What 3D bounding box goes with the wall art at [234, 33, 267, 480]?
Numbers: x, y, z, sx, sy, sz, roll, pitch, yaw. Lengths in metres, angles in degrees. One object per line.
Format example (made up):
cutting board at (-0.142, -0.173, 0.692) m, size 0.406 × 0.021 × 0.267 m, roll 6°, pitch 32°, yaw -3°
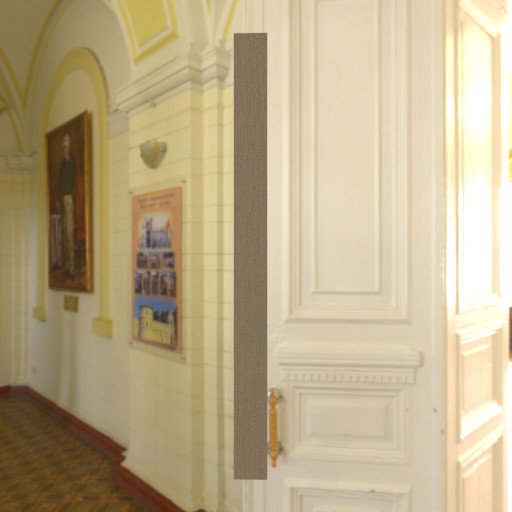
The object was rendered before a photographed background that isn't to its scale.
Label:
wall art at (0.000, 0.000, 0.756) m, size 0.038 × 0.506 × 0.508 m, roll 0°, pitch 0°, yaw 1°
